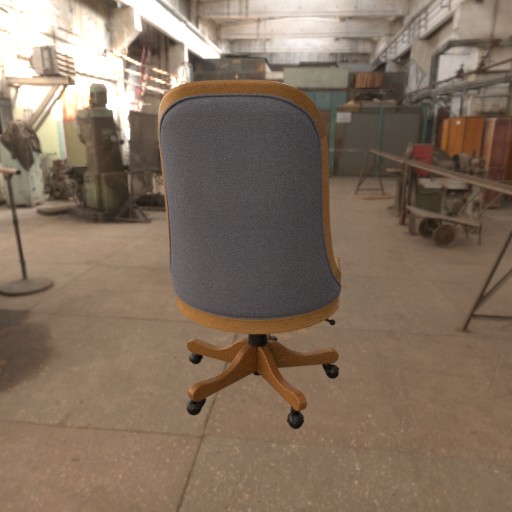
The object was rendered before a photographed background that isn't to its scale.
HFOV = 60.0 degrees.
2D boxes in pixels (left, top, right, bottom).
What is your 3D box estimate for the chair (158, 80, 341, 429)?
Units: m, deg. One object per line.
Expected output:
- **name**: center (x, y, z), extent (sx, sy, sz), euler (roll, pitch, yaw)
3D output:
- **chair**: center (0.000, 0.000, 1.485), extent (0.605, 1.031, 0.735), euler (2, 16, 8)
